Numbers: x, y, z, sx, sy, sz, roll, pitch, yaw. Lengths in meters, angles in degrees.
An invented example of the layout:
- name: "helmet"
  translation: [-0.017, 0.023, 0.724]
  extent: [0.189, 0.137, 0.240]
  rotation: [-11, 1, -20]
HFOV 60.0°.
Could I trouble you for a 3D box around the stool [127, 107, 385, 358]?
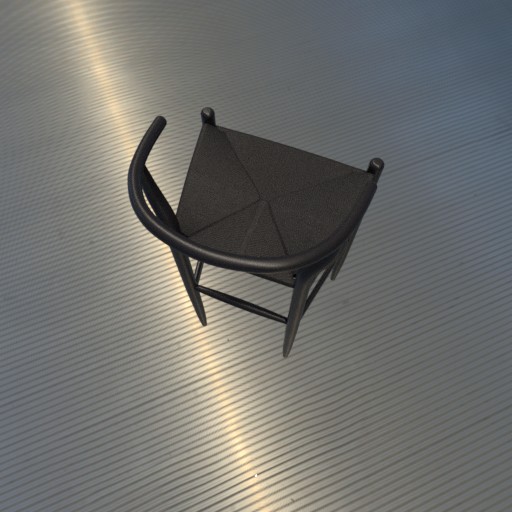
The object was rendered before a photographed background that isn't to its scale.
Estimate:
- name: "stool"
  translation: [0.000, 0.000, 1.435]
  extent: [0.569, 1.072, 0.579]
  rotation: [19, 65, 9]
